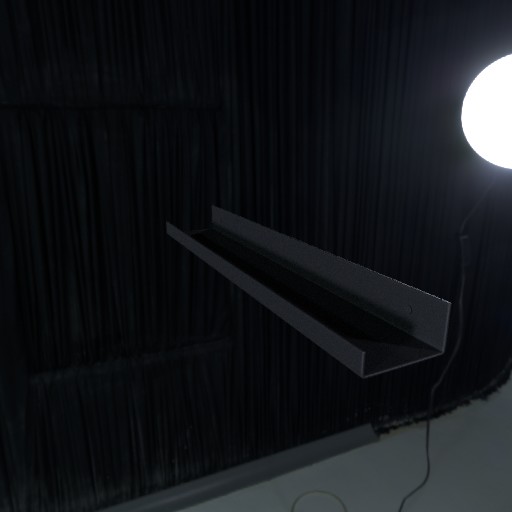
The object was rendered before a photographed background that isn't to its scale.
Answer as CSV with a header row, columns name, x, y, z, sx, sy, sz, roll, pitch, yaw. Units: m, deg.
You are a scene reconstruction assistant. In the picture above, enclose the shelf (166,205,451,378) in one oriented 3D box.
name,x,y,z,sx,sy,sz,roll,pitch,yaw
shelf,0.000,0.000,0.654,0.102,0.053,0.605,-8,18,-26
